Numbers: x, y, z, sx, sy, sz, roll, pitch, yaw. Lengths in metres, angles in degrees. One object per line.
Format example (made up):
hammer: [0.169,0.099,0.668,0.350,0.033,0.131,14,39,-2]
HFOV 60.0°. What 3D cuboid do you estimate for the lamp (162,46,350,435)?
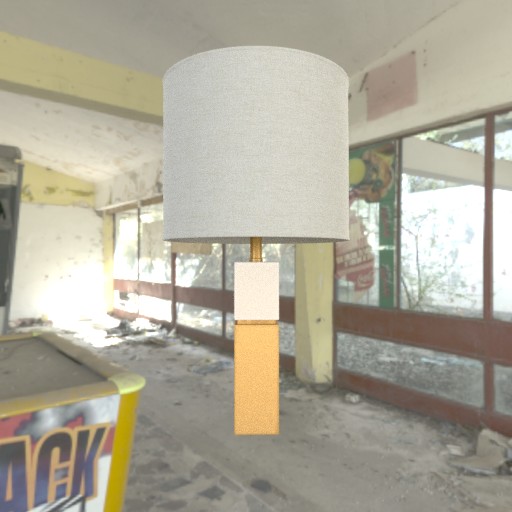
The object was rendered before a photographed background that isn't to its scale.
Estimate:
lamp: [0.000,0.000,0.554,0.229,0.417,0.229,0,0,-1]
